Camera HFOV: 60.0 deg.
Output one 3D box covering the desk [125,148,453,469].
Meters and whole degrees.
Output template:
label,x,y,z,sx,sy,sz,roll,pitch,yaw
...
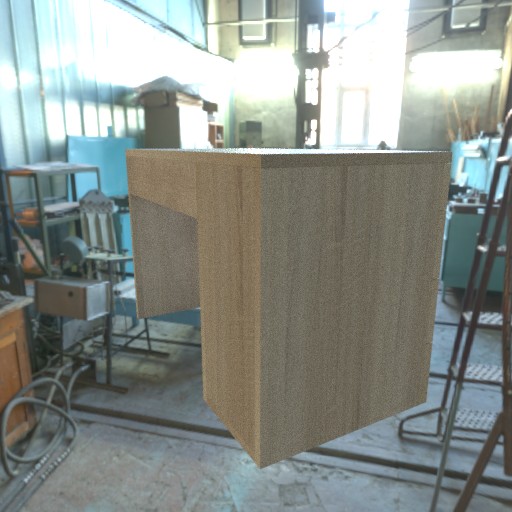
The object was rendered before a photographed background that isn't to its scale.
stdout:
label,x,y,z,sx,sy,sz,roll,pitch,yaw
desk,0.000,0.000,1.571,0.600,0.731,1.100,-8,16,-29
